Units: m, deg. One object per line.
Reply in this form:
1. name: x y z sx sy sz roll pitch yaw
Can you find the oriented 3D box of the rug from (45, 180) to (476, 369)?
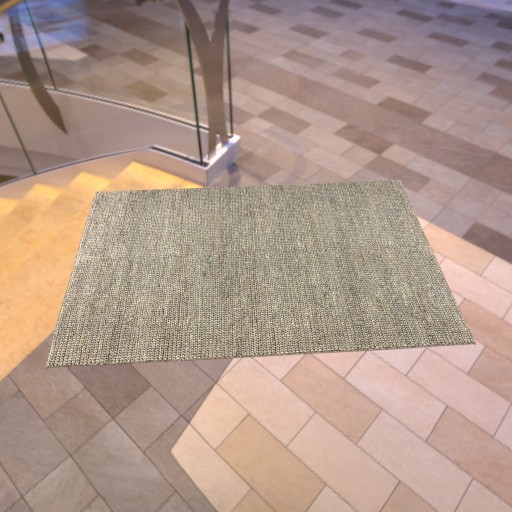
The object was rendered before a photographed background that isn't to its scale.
1. rug: 0.000 0.000 3.013 2.443 0.021 1.538 -3 47 -2
